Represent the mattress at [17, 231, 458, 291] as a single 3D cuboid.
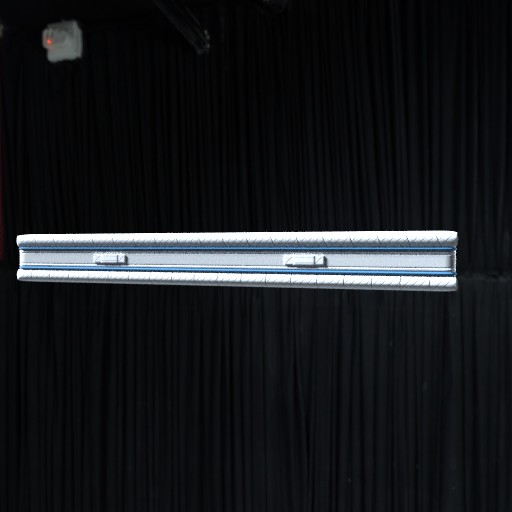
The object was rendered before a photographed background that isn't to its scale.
[{"bbox_3d":[0.000,0.000,2.682,2.000,0.230,1.600,0,1,15],"label":"mattress"}]
